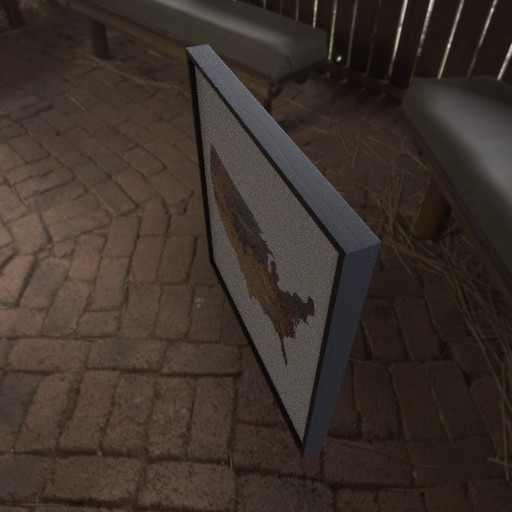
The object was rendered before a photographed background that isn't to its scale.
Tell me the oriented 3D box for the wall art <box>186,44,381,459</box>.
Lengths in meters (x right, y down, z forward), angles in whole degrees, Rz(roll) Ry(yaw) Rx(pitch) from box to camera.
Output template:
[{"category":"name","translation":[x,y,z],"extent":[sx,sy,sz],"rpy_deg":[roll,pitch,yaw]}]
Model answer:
[{"category":"wall art","translation":[0.000,0.000,0.747],"extent":[0.038,0.507,0.507],"rpy_deg":[-17,48,-15]}]
